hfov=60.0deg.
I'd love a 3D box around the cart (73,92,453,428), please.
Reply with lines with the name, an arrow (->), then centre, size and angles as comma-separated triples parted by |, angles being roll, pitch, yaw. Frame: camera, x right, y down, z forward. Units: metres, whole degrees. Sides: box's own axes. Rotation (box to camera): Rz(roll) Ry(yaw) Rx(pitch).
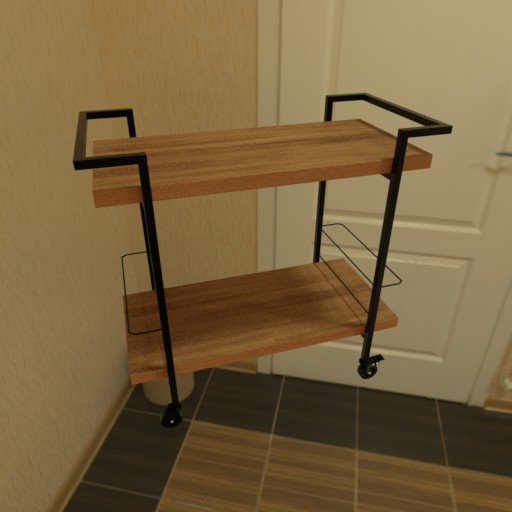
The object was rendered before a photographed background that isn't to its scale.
cart -> 0.000, 0.000, 1.249 | 0.806, 0.762, 0.406 | -9, 32, -15
